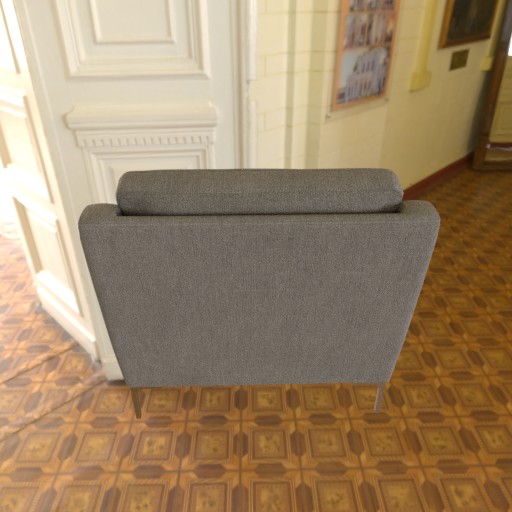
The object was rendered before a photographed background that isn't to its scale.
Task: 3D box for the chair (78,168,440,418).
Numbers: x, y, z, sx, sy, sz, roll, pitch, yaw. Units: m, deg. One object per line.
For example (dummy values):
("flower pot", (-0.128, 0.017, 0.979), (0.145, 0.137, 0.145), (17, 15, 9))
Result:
("chair", (0.000, 0.000, 1.515), (0.847, 0.828, 0.849), (-1, 30, -1))
